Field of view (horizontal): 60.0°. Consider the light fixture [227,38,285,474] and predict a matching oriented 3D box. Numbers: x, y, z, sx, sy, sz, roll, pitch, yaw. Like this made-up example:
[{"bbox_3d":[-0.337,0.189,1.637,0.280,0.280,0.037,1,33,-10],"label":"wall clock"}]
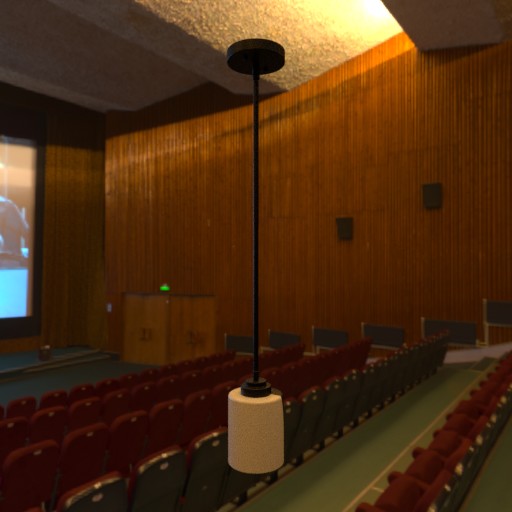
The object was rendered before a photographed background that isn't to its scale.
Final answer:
[{"bbox_3d":[0.000,0.000,0.938,0.123,0.863,0.123,0,-1,36],"label":"light fixture"}]
